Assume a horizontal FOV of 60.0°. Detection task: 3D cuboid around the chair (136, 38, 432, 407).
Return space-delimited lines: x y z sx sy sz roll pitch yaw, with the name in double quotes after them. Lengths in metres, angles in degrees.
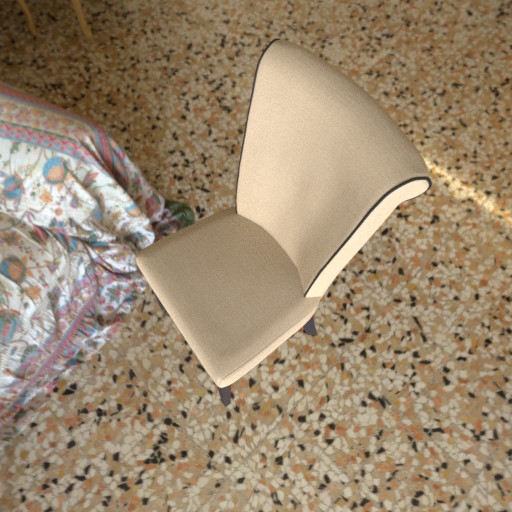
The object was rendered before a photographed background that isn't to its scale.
0.000 0.000 1.353 0.623 0.997 0.522 -33 68 -15 "chair"
